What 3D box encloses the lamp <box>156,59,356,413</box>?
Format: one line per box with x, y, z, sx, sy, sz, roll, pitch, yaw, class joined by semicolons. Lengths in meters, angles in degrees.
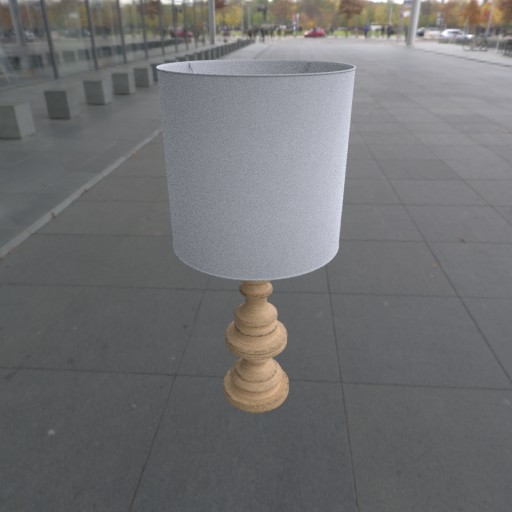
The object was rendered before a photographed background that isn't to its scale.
0.000;0.000;0.575;0.208;0.455;0.208;9;29;17;lamp
